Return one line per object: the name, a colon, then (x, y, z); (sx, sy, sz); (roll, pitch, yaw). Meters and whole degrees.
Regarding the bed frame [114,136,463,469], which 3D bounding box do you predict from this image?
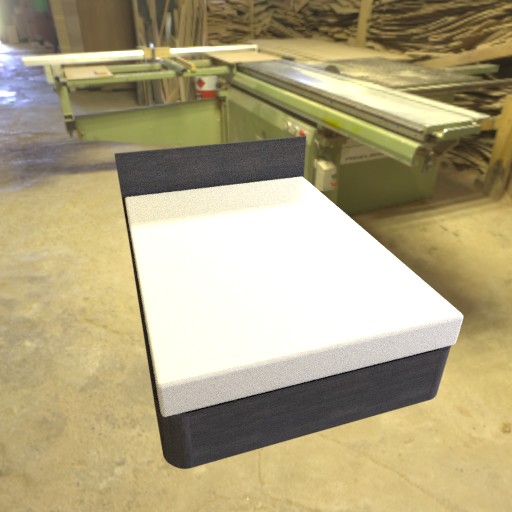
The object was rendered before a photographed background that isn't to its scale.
bed frame: (0.000, 0.000, 2.606); (1.400, 0.800, 1.900); (-9, 32, -15)
